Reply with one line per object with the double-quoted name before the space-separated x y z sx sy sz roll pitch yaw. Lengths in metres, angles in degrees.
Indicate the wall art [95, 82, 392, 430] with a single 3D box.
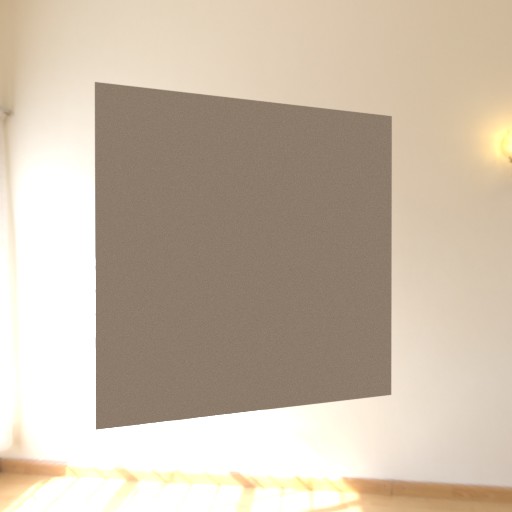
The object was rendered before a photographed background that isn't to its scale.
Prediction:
"wall art" 0.000 0.000 0.521 0.355 0.355 0.027 0 0 -18
